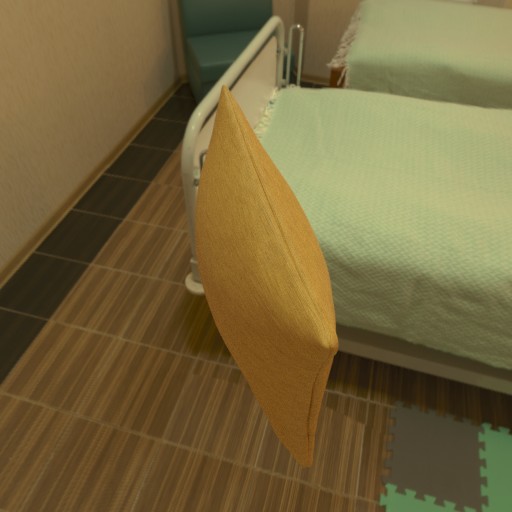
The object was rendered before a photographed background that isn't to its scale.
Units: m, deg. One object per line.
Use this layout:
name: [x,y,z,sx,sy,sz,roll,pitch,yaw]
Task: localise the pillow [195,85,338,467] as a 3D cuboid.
pillow: [0.000,0.000,0.799,0.210,0.354,0.634,-10,47,-9]
